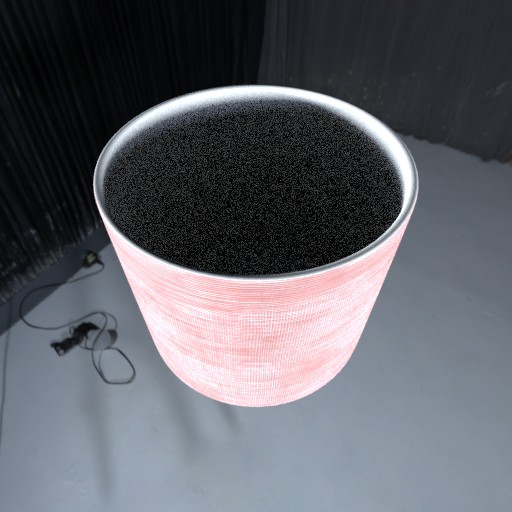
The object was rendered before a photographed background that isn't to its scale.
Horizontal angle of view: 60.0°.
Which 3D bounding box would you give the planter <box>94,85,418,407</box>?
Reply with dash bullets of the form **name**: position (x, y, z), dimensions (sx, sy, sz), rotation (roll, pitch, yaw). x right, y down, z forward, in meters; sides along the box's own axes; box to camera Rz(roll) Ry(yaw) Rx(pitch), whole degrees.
- **planter**: position (0.000, 0.000, 0.763), dimensions (0.440, 0.398, 0.440), rotation (0, 47, 0)
